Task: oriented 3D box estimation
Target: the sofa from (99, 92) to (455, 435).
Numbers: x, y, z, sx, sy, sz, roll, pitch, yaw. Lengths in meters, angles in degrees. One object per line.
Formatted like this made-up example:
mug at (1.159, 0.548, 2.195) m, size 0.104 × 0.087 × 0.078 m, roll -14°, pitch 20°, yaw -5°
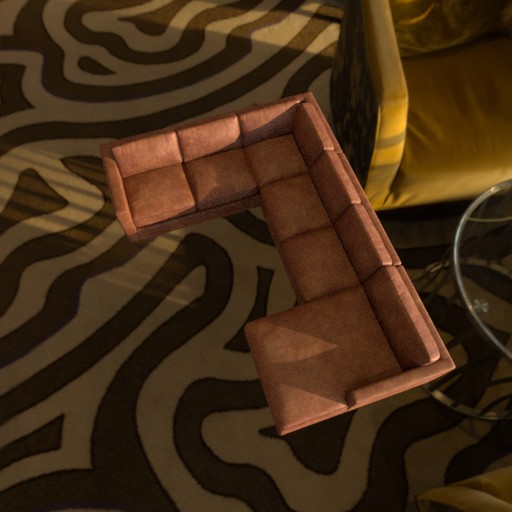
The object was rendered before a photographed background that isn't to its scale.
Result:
sofa at (0.000, 0.000, 4.501) m, size 2.452 × 0.888 × 3.324 m, roll -17°, pitch 65°, yaw -8°
